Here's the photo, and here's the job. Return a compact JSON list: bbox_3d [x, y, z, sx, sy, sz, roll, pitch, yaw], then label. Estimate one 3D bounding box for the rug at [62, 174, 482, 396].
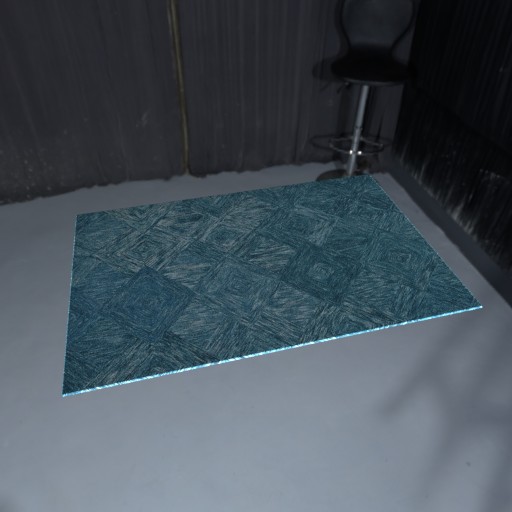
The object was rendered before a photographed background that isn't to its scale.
[{"bbox_3d":[0.000,0.000,2.847,2.277,0.015,1.490,-10,42,-11],"label":"rug"}]
